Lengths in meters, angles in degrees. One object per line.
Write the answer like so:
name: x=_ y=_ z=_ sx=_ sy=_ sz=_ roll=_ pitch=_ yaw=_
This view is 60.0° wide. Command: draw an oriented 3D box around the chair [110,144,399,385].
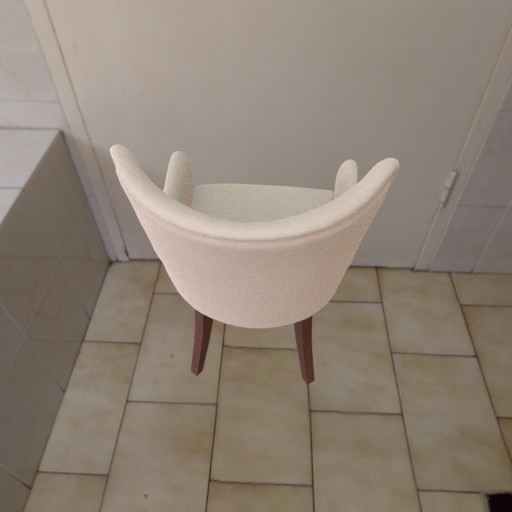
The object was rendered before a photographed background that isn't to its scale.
chair: x=0.000 y=0.000 z=1.476 sx=0.696 sy=0.990 sz=0.744 roll=4 pitch=48 yaw=3
